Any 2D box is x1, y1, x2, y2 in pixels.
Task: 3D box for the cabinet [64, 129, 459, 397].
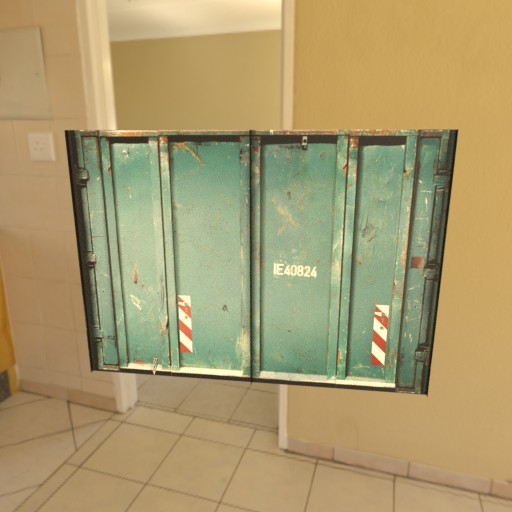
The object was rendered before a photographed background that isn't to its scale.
[{"bbox_3d":[0.000,0.000,3.956,3.001,2.160,0.680,2,15,7],"label":"cabinet"}]
